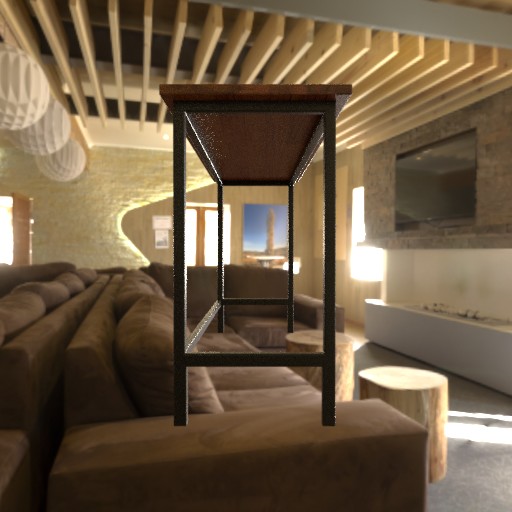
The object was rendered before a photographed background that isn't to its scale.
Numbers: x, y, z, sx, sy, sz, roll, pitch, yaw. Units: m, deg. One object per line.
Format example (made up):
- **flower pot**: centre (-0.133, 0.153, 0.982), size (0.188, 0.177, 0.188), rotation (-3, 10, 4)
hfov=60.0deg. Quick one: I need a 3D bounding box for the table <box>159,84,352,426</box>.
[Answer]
- **table**: centre (0.000, 0.000, 1.538), size (0.408, 0.740, 1.204), rotation (0, 1, 0)
